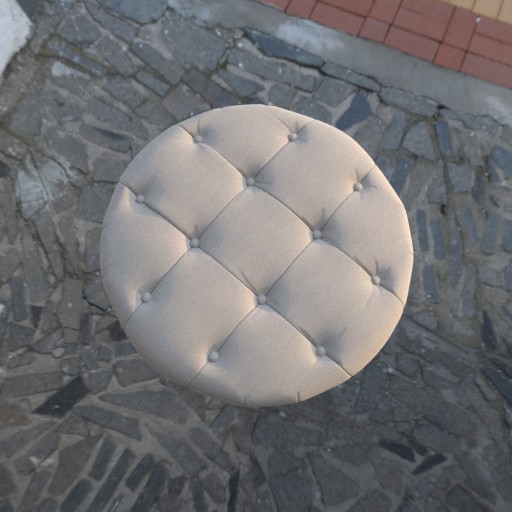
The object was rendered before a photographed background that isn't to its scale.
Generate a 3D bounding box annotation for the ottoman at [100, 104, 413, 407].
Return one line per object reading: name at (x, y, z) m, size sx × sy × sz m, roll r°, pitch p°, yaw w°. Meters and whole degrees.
ottoman at (0.000, 0.000, 1.416) m, size 0.901 × 0.439 × 0.901 m, roll 0°, pitch 76°, yaw 0°
